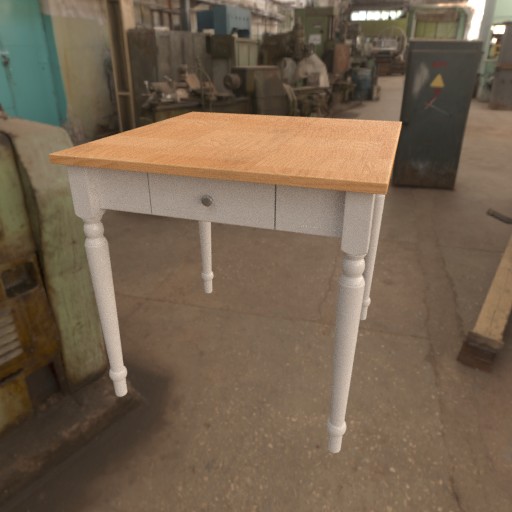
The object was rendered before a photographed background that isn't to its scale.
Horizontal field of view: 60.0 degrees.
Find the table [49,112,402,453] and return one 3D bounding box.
[{"bbox_3d":[0.000,0.000,1.380,0.747,0.738,0.747,8,27,17],"label":"table"}]
